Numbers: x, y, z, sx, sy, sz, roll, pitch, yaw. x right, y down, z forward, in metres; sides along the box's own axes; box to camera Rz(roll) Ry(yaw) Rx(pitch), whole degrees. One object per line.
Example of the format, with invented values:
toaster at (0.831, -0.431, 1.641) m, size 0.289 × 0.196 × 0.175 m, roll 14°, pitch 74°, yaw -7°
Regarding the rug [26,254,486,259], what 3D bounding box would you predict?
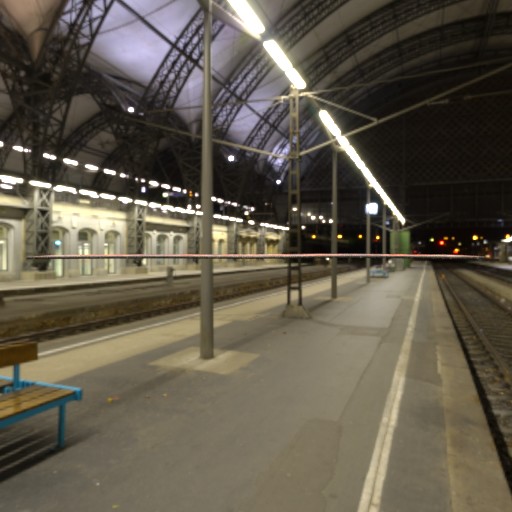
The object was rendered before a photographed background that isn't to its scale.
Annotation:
rug at (0.000, 0.000, 3.682) m, size 3.032 × 0.034 × 1.522 m, roll 0°, pitch 0°, yaw 0°
